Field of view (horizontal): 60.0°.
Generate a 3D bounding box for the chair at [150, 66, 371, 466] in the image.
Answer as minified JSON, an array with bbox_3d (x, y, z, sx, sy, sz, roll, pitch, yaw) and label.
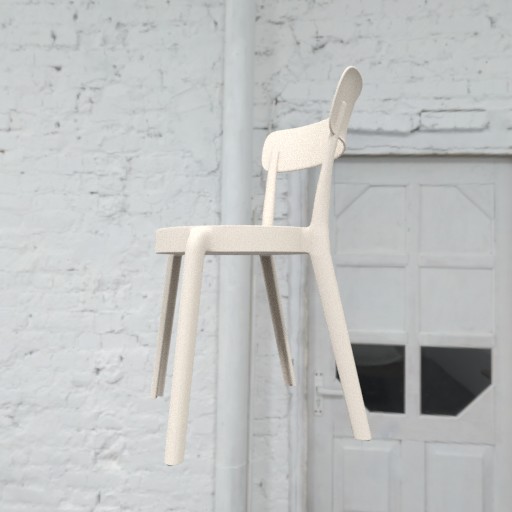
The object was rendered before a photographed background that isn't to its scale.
[{"bbox_3d":[0.000,0.000,1.111,0.491,0.790,0.506,0,-1,-17],"label":"chair"}]
